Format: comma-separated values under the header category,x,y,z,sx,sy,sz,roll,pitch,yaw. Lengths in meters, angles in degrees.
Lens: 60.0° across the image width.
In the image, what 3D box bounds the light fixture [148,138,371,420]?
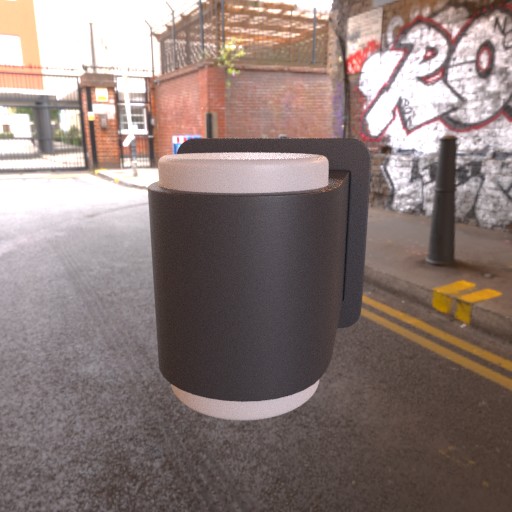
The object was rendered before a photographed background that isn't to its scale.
category,x,y,z,sx,sy,sz,roll,pitch,yaw
light fixture,0.000,0.000,0.212,0.109,0.109,0.132,3,15,10
